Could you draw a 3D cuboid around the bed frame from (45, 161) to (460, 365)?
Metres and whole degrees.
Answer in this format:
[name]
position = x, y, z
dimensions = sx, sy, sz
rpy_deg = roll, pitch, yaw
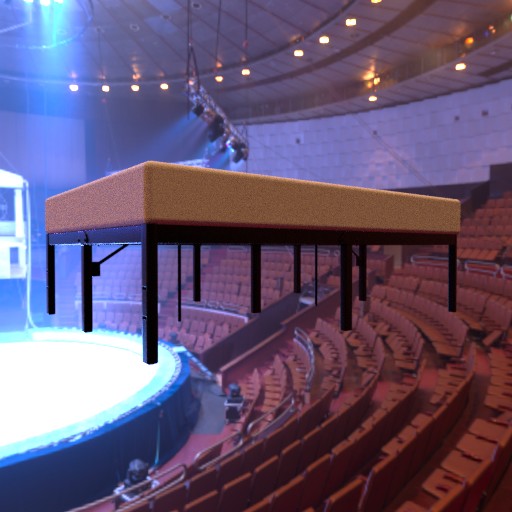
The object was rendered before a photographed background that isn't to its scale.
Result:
[bed frame]
position = 0.000, 0.000, 2.559
dimensions = 1.956, 0.659, 1.408
rpy_deg = -1, 1, -37
